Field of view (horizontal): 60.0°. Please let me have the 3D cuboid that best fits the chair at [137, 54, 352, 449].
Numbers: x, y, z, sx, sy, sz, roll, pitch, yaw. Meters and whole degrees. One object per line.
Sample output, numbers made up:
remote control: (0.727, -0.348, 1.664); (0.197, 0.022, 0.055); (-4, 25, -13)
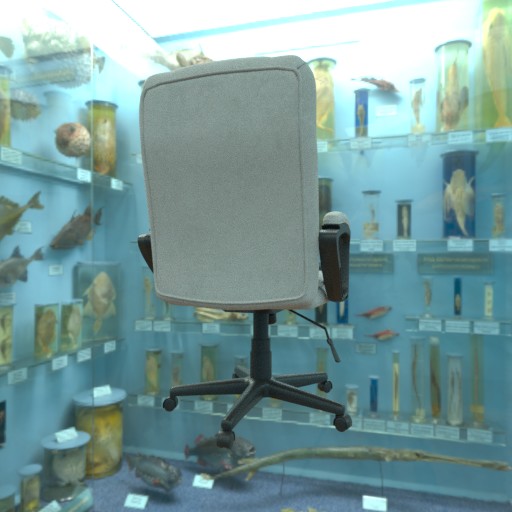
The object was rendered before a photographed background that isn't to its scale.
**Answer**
chair: (0.000, 0.000, 1.548); (0.667, 1.105, 0.724); (0, 0, 18)
